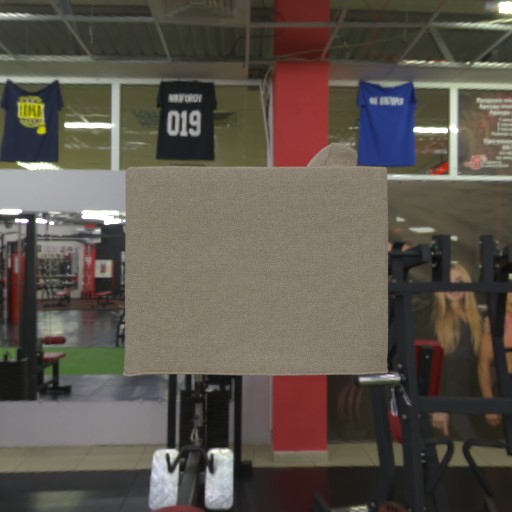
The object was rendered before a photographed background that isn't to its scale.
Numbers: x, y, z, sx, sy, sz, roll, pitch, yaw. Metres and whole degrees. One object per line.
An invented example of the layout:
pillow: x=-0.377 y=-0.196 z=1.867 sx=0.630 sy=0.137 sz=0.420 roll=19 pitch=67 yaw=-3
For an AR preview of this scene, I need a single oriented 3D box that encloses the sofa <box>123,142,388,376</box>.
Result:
sofa: x=0.000 y=0.000 z=2.500 sx=0.956 sy=0.847 sz=1.987 roll=0 pitch=-1 yaw=1
